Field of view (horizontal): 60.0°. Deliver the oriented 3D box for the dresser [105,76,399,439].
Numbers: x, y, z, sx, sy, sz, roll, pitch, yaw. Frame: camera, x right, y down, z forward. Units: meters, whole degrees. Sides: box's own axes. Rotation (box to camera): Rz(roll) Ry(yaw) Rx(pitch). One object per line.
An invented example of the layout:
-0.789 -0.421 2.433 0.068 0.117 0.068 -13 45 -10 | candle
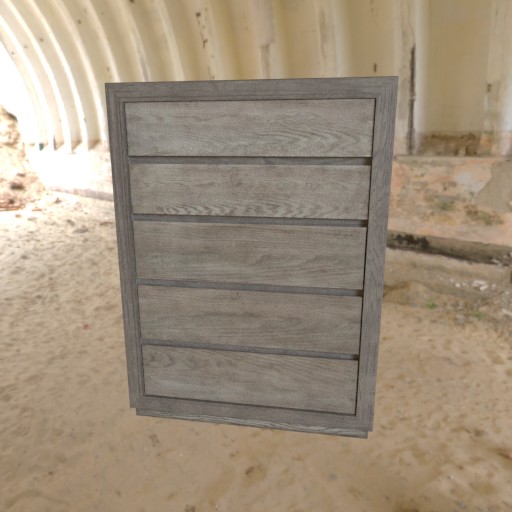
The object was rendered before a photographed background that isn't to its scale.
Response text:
0.000 0.000 1.820 0.967 1.295 0.483 2 14 9 | dresser
